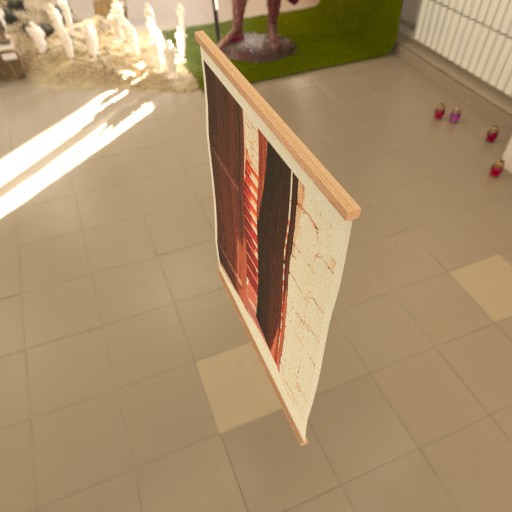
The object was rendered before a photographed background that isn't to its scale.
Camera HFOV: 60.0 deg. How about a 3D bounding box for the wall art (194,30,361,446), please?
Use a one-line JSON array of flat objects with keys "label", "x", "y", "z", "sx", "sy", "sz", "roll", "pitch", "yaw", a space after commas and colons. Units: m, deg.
[{"label": "wall art", "x": 0.000, "y": 0.000, "z": 0.669, "sx": 0.013, "sy": 0.508, "sz": 0.406, "roll": -17, "pitch": 49, "yaw": -15}]
